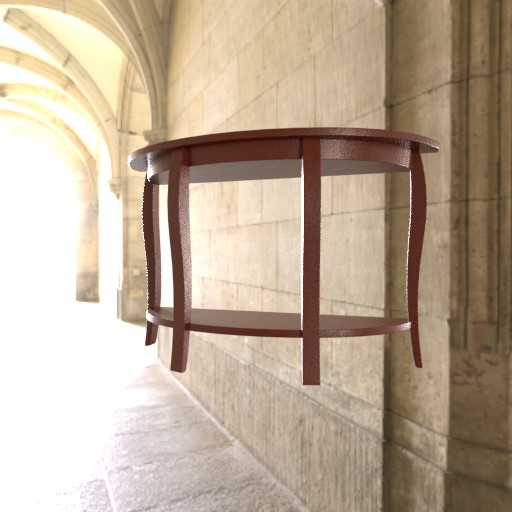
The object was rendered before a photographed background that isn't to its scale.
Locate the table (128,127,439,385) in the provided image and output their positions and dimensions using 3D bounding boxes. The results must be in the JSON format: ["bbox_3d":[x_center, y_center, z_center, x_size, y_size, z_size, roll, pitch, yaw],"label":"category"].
[{"bbox_3d":[0.000,0.000,1.572,1.219,0.779,0.405,0,1,19],"label":"table"}]
